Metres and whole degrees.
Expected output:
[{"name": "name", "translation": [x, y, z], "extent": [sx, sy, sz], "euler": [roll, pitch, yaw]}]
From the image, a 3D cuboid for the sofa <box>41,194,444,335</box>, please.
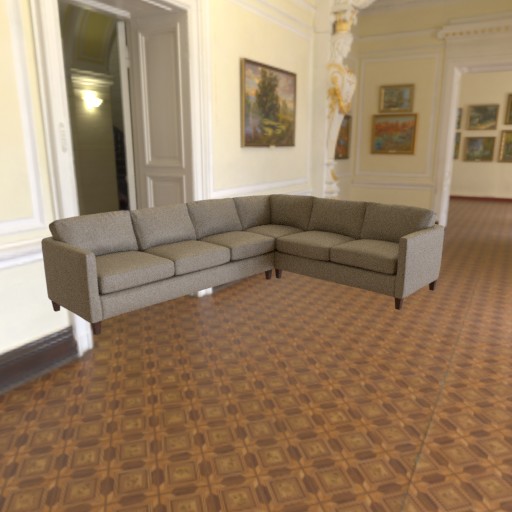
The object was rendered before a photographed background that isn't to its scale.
[{"name": "sofa", "translation": [0.000, 0.000, 4.534], "extent": [2.593, 0.947, 3.302], "euler": [13, 19, 42]}]
